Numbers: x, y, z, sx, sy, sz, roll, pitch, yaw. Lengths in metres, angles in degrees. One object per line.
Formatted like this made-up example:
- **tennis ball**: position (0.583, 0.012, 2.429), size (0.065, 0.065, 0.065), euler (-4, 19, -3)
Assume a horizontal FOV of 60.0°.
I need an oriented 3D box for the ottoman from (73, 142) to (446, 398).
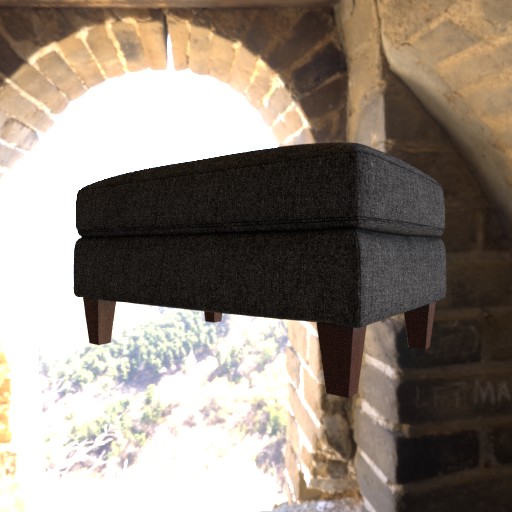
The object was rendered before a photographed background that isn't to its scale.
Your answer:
- **ottoman**: position (0.000, 0.000, 1.196), size (0.864, 0.483, 0.584), euler (0, 1, 36)
